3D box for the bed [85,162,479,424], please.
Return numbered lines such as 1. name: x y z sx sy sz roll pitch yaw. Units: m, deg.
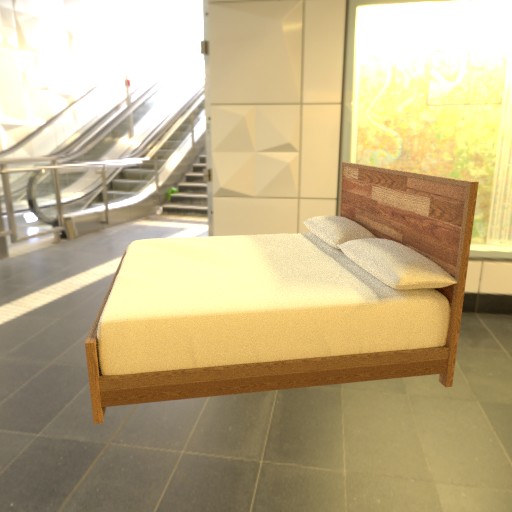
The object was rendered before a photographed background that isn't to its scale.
1. bed: 0.000 0.000 3.428 2.184 1.295 2.013 -3 15 -10
